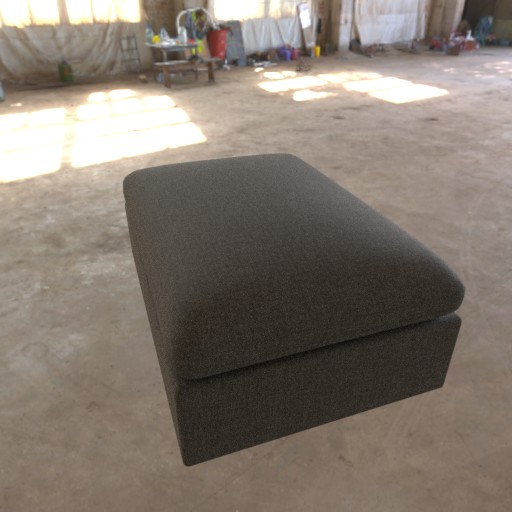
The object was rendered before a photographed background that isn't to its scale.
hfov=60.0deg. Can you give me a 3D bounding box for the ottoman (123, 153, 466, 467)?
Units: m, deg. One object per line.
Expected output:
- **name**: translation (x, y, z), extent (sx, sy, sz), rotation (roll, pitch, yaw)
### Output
- **ottoman**: translation (0.000, 0.000, 1.409), extent (0.711, 0.483, 1.041), rotation (-10, 32, -17)
